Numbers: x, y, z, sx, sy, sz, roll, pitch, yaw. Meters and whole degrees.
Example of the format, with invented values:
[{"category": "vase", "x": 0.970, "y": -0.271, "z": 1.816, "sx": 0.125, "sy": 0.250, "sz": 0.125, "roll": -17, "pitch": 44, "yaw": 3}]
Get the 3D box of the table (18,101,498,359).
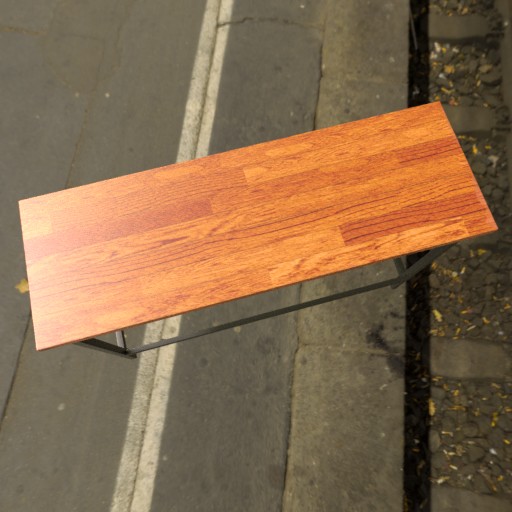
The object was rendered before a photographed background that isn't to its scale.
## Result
[{"category": "table", "x": 0.000, "y": 0.000, "z": 1.523, "sx": 1.204, "sy": 0.740, "sz": 0.408, "roll": -14, "pitch": 73, "yaw": -4}]
